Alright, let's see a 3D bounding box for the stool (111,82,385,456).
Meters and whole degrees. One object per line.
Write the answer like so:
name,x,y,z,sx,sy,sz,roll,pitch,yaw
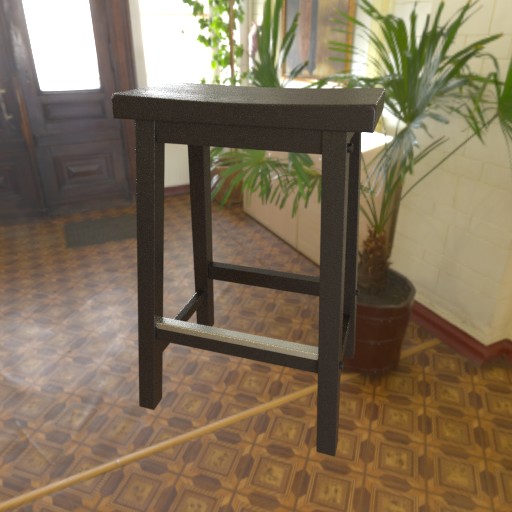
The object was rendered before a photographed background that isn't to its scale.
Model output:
stool,0.000,0.000,0.868,0.406,0.610,0.322,8,27,16
